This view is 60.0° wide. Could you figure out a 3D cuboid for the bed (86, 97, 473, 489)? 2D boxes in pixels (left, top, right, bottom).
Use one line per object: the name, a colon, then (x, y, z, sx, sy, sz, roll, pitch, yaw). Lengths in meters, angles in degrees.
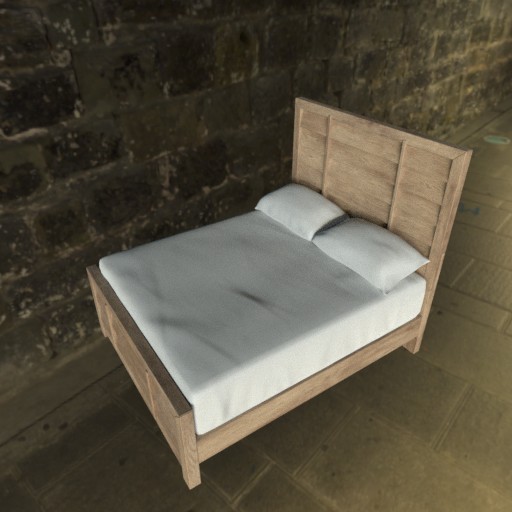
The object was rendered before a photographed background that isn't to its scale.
bed: (0.000, 0.000, 3.150, 2.017, 1.631, 1.615, -20, 37, -28)
